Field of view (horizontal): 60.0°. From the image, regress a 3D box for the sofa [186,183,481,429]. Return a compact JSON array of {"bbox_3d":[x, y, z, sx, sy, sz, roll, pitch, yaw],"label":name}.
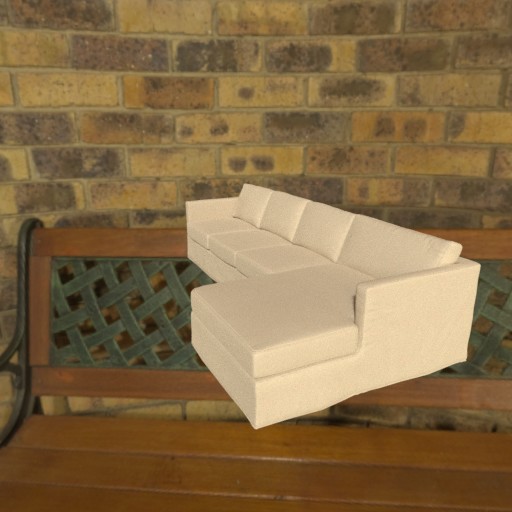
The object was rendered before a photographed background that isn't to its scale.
[{"bbox_3d":[0.000,0.000,3.864,1.622,0.871,3.206,-8,18,-25],"label":"sofa"}]
